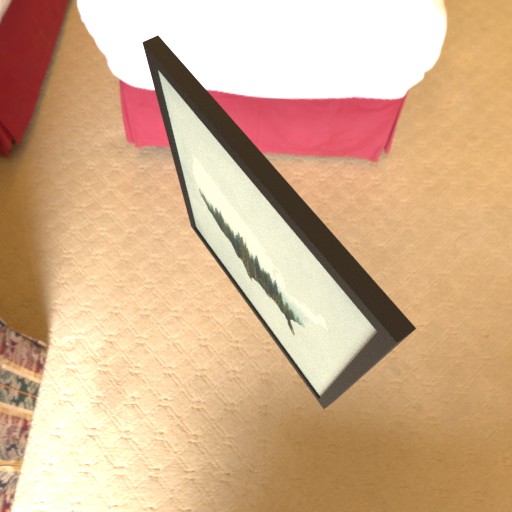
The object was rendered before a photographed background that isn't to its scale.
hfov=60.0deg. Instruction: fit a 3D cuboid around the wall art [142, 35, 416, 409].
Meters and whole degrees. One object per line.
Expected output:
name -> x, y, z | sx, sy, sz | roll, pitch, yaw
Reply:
wall art -> 0.000, 0.000, 1.119 | 0.038, 0.763, 0.763 | -32, 68, -14
